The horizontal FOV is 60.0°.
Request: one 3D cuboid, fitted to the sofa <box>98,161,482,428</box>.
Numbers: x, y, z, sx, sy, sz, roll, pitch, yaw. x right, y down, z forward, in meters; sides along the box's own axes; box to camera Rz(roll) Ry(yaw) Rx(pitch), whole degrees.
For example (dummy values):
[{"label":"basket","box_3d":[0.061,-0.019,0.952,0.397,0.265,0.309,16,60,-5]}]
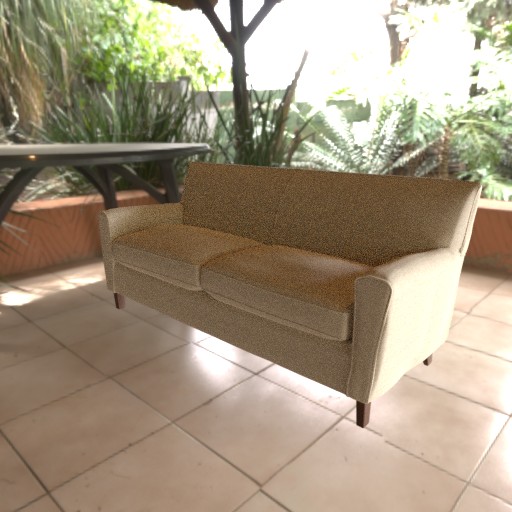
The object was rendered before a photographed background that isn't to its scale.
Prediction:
[{"label":"sofa","box_3d":[0.000,0.000,2.452,2.001,0.907,0.841,14,21,40]}]
